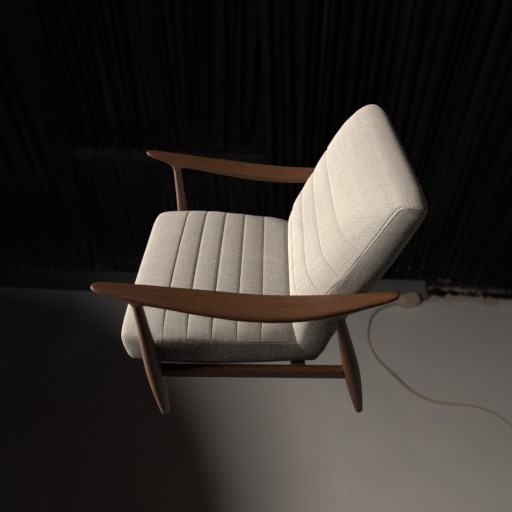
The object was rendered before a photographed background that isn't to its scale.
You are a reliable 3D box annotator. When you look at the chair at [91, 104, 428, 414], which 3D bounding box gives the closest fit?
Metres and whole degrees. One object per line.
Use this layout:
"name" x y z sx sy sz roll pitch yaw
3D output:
"chair" 0.000 0.000 1.453 0.798 0.832 0.741 1 42 1
